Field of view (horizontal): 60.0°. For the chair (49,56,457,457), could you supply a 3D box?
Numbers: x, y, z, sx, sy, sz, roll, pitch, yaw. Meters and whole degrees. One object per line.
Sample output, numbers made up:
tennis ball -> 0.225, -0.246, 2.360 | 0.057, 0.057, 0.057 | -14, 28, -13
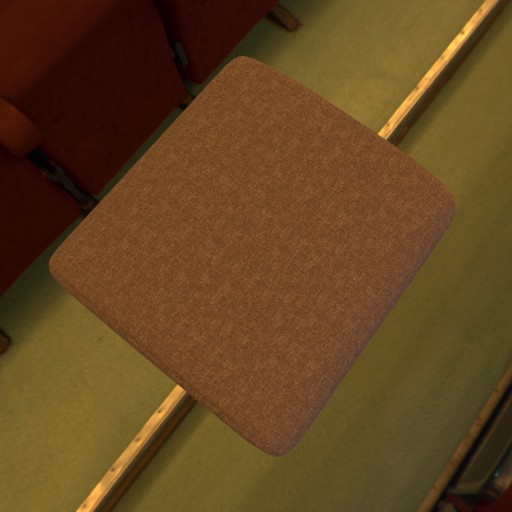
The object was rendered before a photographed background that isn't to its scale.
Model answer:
chair -> 0.000, 0.000, 0.870 | 0.530, 0.410, 0.530 | 37, 78, 9
